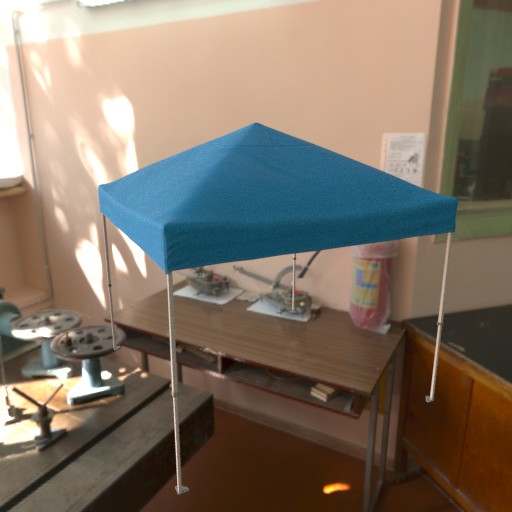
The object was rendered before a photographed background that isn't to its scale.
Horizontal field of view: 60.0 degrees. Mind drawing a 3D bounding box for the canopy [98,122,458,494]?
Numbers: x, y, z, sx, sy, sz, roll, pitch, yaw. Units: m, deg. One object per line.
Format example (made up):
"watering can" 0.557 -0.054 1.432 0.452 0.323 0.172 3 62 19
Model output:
"canopy" 0.000 0.000 5.186 2.996 2.997 2.998 -8 17 -26
